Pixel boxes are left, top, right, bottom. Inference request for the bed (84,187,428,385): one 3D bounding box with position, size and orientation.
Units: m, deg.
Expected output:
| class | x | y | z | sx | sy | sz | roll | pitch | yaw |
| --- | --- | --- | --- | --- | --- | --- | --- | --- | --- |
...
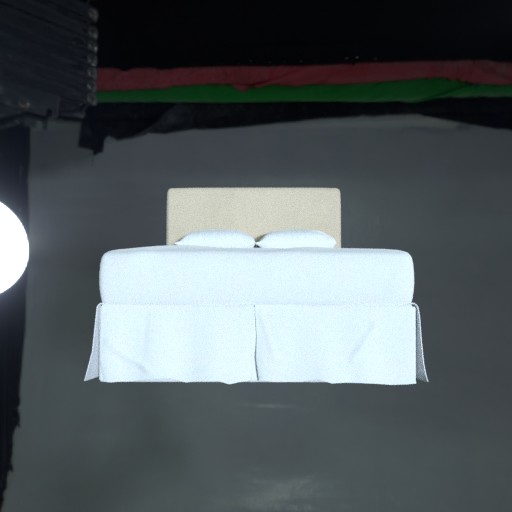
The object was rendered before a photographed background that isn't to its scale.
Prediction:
| class | x | y | z | sx | sy | sz | roll | pitch | yaw |
| --- | --- | --- | --- | --- | --- | --- | --- | --- | --- |
| bed | 0.000 | 0.000 | 3.231 | 1.723 | 1.330 | 2.142 | 0 | -1 | 0 |
